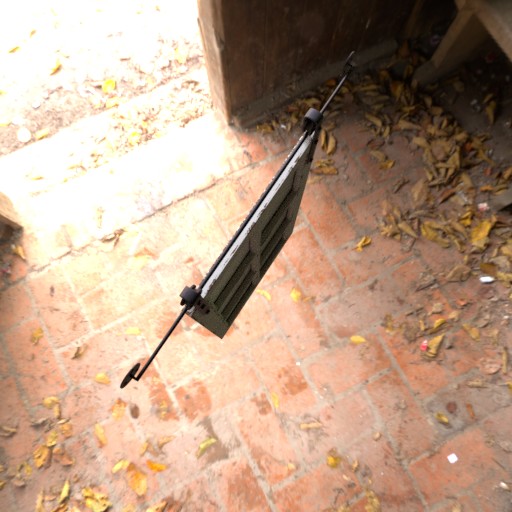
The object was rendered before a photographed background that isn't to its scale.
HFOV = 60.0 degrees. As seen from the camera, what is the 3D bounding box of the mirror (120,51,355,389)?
[{"bbox_3d":[0.000,0.000,1.211,0.037,0.844,0.808,32,78,7],"label":"mirror"}]
